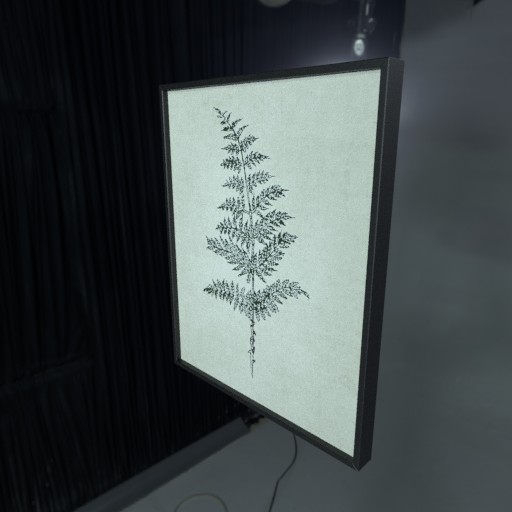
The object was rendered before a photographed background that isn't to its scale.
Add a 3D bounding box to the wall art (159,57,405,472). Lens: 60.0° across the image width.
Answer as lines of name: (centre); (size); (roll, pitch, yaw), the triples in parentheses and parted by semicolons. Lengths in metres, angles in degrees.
wall art: (0.000, 0.000, 0.731); (0.449, 0.555, 0.039); (15, 21, 42)
